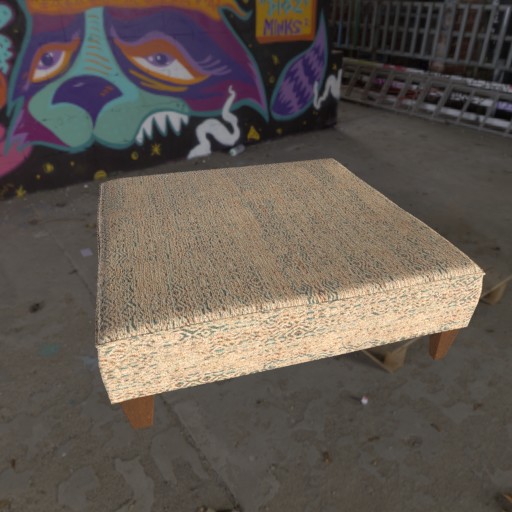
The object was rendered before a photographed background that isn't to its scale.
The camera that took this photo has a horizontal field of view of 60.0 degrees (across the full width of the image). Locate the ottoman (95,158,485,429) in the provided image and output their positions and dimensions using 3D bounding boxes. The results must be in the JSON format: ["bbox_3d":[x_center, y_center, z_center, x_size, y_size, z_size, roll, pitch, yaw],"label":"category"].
[{"bbox_3d":[0.000,0.000,1.519,1.004,0.356,0.968,-9,32,-14],"label":"ottoman"}]
